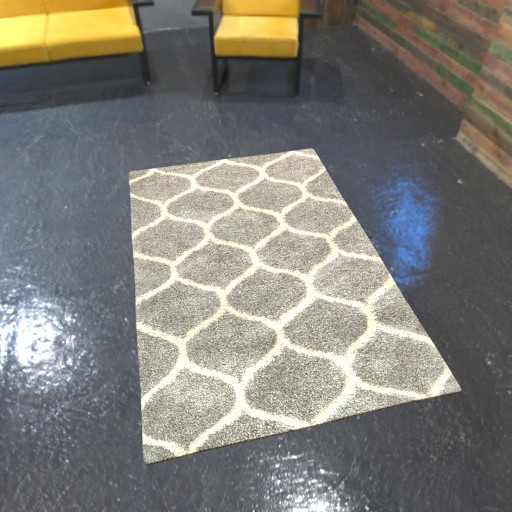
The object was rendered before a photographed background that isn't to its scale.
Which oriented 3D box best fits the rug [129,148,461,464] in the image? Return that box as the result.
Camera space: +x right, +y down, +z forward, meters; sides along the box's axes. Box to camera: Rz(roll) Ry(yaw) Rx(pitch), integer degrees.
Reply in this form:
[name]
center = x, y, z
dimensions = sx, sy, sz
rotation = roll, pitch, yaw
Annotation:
[rug]
center = 0.000, 0.000, 3.330
dimensions = 1.801, 0.026, 2.701
rotation = -9, 45, -9
